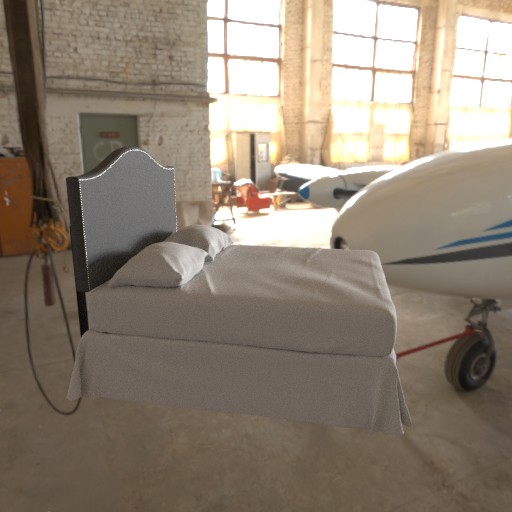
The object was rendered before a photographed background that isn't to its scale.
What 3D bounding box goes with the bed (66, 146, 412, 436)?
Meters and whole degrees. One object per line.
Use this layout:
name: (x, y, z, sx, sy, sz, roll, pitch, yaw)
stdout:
bed: (0.000, 0.000, 3.424, 2.221, 1.645, 1.876, 3, 14, 11)
